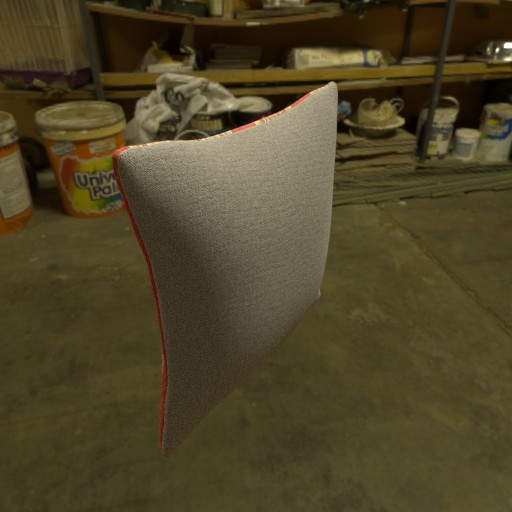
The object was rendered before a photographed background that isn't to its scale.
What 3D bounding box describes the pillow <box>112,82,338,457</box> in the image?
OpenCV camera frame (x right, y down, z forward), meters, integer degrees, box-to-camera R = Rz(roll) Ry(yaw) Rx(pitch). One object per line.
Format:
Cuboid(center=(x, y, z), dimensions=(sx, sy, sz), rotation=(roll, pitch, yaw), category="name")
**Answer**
Cuboid(center=(0.000, 0.000, 0.637), dimensions=(0.136, 0.419, 0.437), rotation=(20, 36, 29), category="pillow")
